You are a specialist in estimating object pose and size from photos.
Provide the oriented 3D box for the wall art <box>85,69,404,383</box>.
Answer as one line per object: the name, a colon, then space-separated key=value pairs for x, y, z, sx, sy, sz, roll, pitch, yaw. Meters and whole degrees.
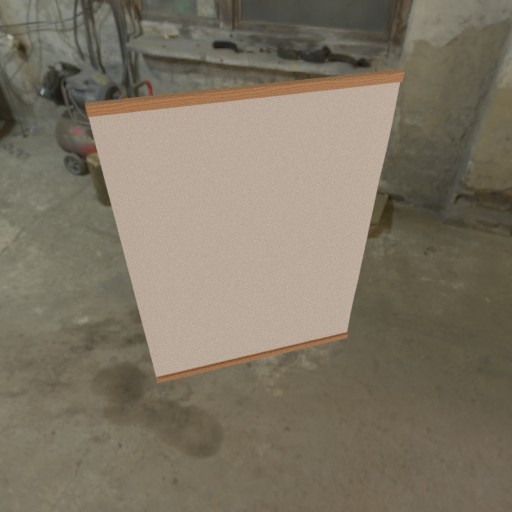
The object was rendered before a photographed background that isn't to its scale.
wall art: x=0.000 y=0.000 z=1.333 sx=0.739 sy=1.016 sz=0.020 roll=-11 pitch=42 yaw=-12
